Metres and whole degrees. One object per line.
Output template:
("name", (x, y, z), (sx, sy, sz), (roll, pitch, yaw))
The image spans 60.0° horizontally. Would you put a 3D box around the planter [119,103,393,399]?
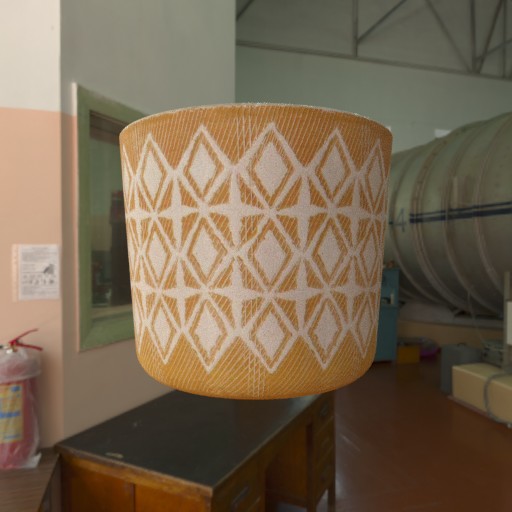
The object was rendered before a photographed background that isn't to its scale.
("planter", (0.000, 0.000, 0.329), (0.193, 0.165, 0.193), (0, 1, 0))
